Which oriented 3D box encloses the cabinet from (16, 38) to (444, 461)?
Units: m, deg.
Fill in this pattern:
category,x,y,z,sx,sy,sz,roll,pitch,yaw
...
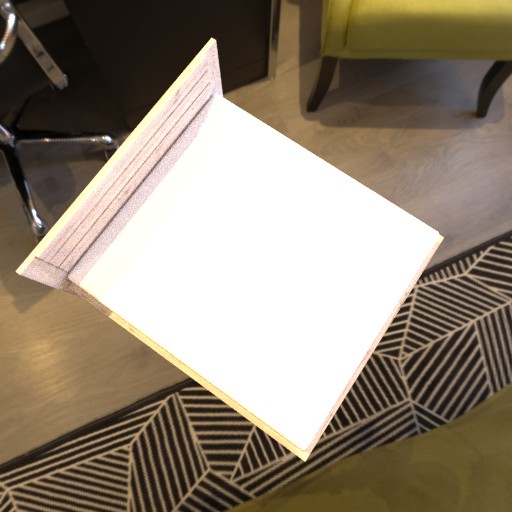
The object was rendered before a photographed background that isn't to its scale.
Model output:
category,x,y,z,sx,sy,sz,roll,pitch,yaw
cabinet,0.000,0.000,3.104,2.080,0.970,1.950,34,79,8
